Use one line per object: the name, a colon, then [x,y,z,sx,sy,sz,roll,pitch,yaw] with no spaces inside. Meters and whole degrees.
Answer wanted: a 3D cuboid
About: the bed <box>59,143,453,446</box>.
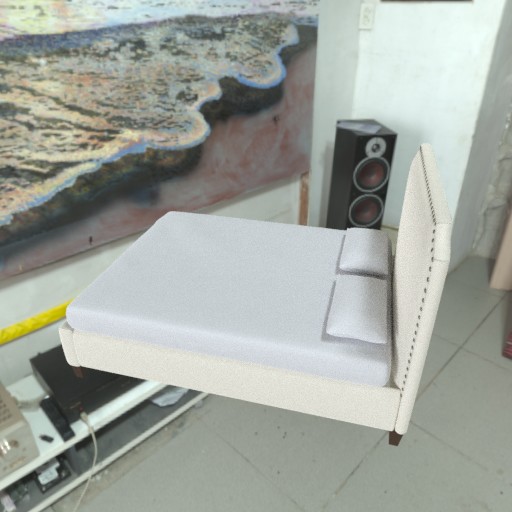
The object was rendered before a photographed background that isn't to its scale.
bed: [0.000,0.000,3.322,2.372,1.497,1.712,8,31,13]
